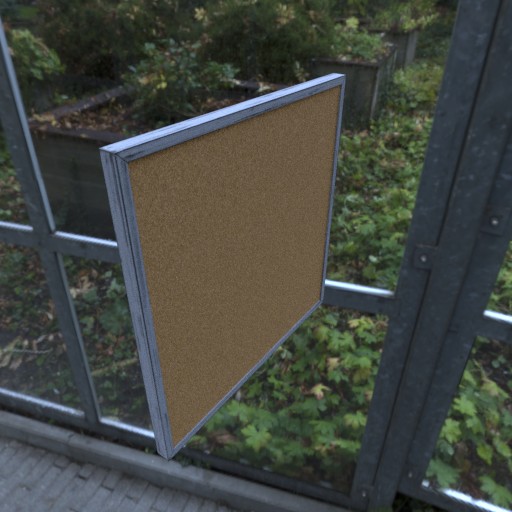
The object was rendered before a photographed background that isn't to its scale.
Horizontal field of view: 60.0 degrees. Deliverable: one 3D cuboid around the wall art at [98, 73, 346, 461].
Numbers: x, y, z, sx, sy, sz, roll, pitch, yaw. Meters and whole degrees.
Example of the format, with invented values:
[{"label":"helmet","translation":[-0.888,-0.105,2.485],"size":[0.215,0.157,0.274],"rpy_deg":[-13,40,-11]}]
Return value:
[{"label":"wall art","translation":[0.000,0.000,1.126],"size":[0.037,0.761,0.761],"rpy_deg":[21,38,30]}]
